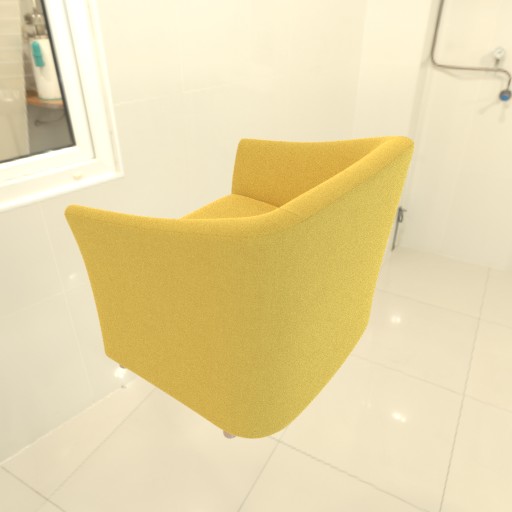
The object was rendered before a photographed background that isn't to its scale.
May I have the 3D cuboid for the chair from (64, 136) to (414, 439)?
[{"bbox_3d":[0.000,0.000,1.368,0.700,0.720,0.790,21,37,30],"label":"chair"}]
